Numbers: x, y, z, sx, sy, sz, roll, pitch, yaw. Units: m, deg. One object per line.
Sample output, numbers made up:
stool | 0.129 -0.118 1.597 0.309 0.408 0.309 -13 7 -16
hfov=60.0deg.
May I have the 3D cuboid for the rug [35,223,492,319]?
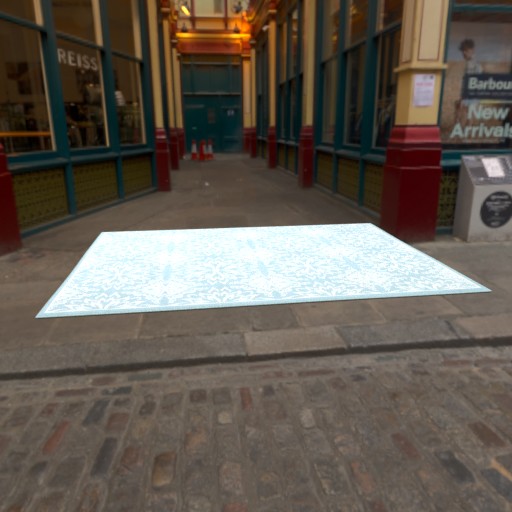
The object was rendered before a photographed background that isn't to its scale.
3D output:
rug | 0.000 0.000 2.858 2.205 0.014 1.589 -2 17 -8
